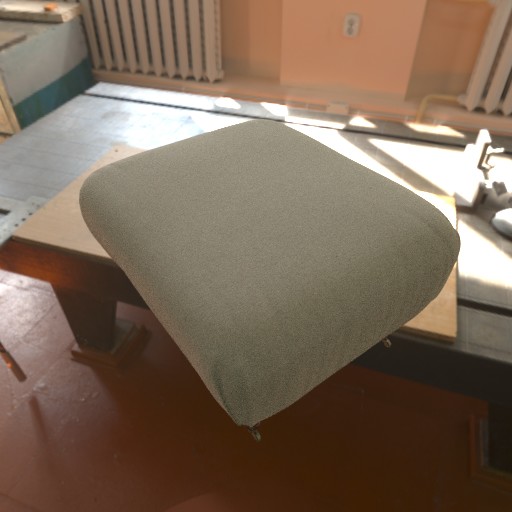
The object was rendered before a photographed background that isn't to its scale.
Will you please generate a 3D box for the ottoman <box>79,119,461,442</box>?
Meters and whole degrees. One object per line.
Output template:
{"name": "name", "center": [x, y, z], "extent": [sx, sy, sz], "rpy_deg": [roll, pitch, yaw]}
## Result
{"name": "ottoman", "center": [0.000, 0.000, 1.124], "extent": [0.639, 0.450, 0.746], "rpy_deg": [-26, 47, -27]}
